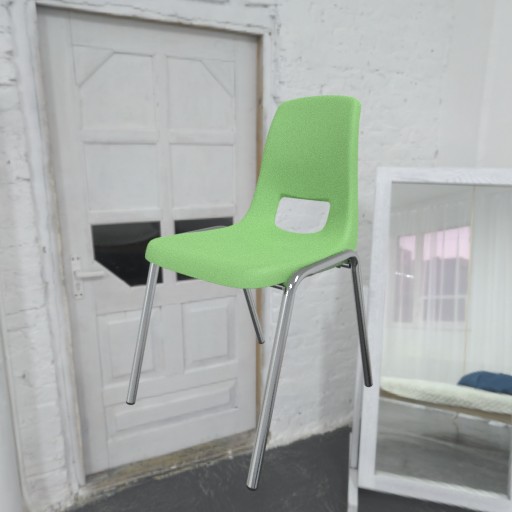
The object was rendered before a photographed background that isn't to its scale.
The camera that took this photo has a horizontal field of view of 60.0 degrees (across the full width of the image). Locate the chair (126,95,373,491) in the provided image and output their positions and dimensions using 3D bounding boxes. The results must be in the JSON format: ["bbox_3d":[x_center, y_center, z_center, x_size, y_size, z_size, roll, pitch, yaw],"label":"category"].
[{"bbox_3d":[0.000,0.000,0.917,0.381,0.653,0.436,13,20,40],"label":"chair"}]
